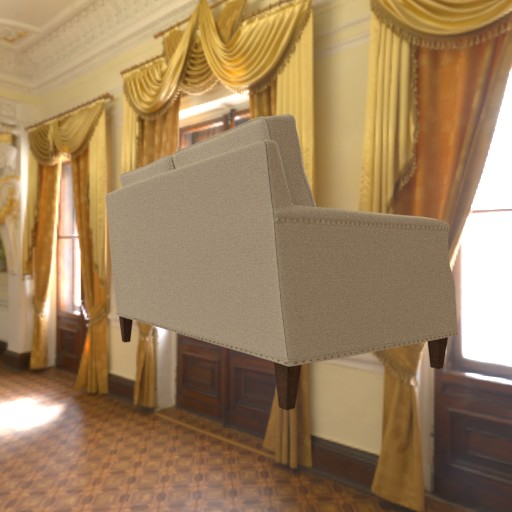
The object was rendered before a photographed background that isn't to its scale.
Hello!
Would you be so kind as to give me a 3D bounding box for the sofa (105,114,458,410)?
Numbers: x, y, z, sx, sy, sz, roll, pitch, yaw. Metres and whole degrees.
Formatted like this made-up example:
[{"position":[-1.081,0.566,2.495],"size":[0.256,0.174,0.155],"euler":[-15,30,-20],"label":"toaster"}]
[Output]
[{"position":[0.000,0.000,2.273],"size":[1.084,1.003,1.597],"euler":[0,0,-37],"label":"sofa"}]
